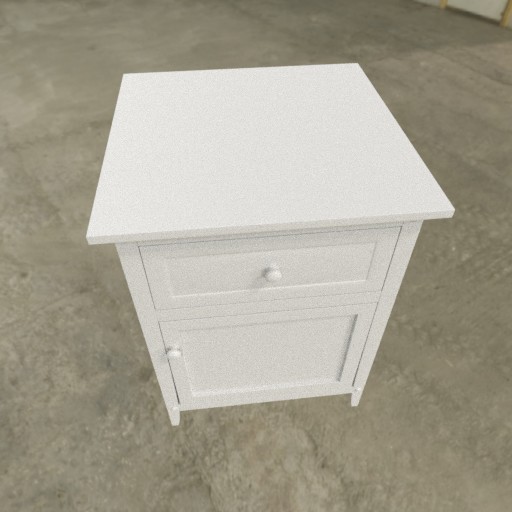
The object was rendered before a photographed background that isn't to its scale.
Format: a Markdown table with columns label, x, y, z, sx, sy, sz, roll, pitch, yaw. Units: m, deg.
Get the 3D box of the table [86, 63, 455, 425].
| label | x | y | z | sx | sy | sz | roll | pitch | yaw |
| --- | --- | --- | --- | --- | --- | --- | --- | --- | --- |
| table | 0.000 | 0.000 | 0.757 | 0.381 | 0.483 | 0.381 | -5 | 46 | -4 |
